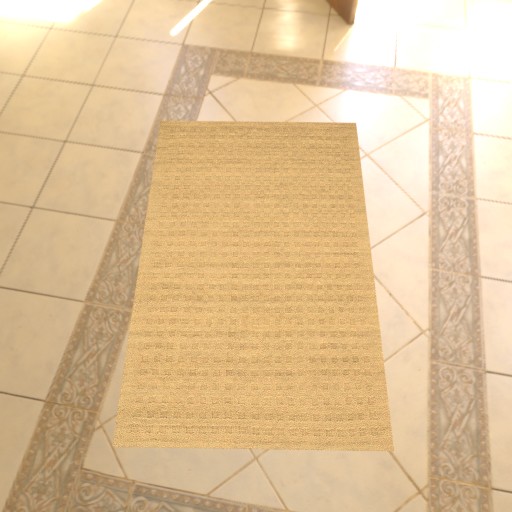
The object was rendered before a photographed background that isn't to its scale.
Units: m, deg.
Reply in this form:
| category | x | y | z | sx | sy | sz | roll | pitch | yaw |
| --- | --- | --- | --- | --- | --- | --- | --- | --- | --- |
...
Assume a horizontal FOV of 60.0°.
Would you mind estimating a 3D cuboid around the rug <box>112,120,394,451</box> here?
| category | x | y | z | sx | sy | sz | roll | pitch | yaw |
| --- | --- | --- | --- | --- | --- | --- | --- | --- | --- |
| rug | 0.000 | 0.000 | 2.191 | 1.142 | 0.006 | 1.752 | 1 | 63 | 0 |
